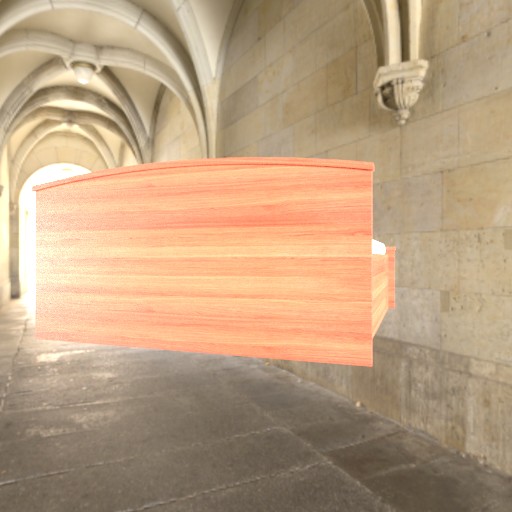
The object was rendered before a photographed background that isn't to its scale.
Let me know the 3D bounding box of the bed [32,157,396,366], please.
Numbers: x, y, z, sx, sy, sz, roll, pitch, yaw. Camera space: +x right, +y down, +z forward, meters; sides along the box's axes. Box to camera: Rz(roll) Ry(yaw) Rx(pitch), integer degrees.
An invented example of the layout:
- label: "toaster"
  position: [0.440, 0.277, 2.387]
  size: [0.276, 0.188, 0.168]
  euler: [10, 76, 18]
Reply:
- label: "bed"
  position: [0.000, 0.000, 2.934]
  size: [1.683, 0.848, 2.053]
  euler: [0, 0, 20]
